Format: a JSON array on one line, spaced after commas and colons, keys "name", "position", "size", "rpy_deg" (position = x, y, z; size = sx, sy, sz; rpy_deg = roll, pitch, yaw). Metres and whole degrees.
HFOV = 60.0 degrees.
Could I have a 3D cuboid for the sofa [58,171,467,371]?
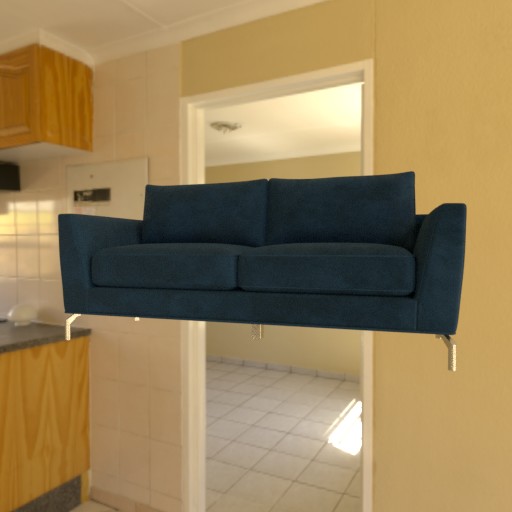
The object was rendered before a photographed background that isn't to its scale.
[{"name": "sofa", "position": [0.000, 0.000, 2.675], "size": [2.212, 0.998, 0.853], "rpy_deg": [0, 1, 18]}]
